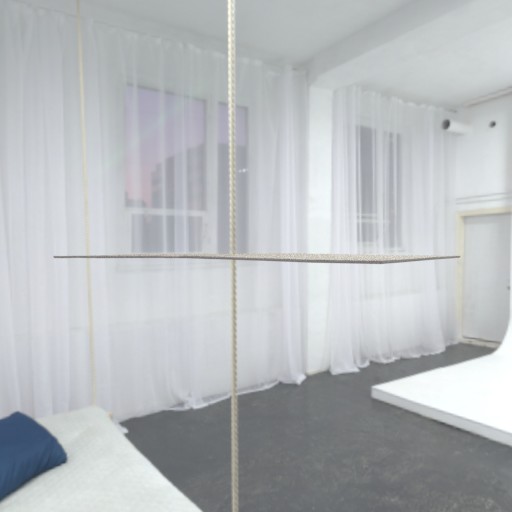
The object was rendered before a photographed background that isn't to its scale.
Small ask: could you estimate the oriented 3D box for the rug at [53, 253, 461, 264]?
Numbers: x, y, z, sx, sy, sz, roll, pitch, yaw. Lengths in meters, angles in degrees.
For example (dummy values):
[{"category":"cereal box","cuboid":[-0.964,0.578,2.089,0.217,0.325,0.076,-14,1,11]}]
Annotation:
[{"category":"rug","cuboid":[0.000,0.000,3.072,2.342,0.030,1.609,1,1,35]}]
